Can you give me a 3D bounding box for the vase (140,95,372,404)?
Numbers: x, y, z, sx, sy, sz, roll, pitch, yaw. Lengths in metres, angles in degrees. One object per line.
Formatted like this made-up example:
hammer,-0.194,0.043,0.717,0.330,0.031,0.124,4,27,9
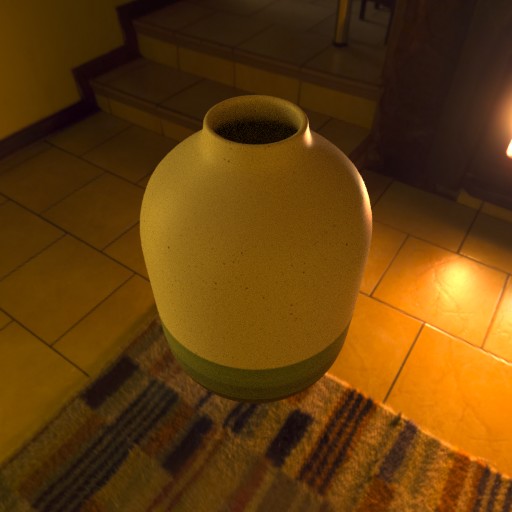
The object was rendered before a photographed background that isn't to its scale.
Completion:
vase,0.000,0.000,0.355,0.169,0.240,0.169,0,46,0
